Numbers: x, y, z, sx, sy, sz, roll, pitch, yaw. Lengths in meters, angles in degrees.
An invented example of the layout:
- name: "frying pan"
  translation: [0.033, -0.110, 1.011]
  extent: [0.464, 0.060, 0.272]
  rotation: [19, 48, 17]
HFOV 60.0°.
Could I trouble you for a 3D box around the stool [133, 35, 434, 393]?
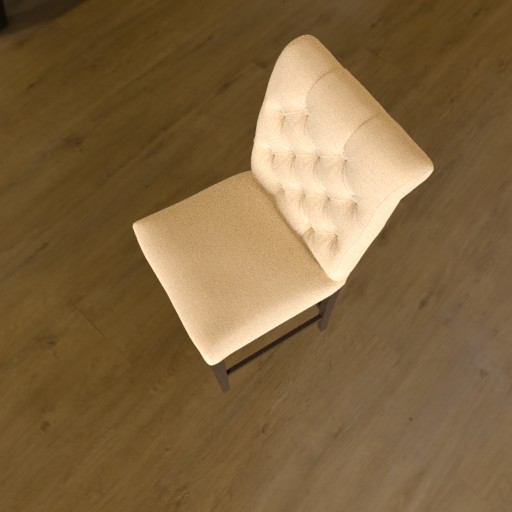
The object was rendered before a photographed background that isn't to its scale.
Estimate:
- name: "stool"
  translation: [0.000, 0.000, 1.422]
  extent: [0.610, 1.118, 0.482]
  rotation: [-29, 68, -13]
